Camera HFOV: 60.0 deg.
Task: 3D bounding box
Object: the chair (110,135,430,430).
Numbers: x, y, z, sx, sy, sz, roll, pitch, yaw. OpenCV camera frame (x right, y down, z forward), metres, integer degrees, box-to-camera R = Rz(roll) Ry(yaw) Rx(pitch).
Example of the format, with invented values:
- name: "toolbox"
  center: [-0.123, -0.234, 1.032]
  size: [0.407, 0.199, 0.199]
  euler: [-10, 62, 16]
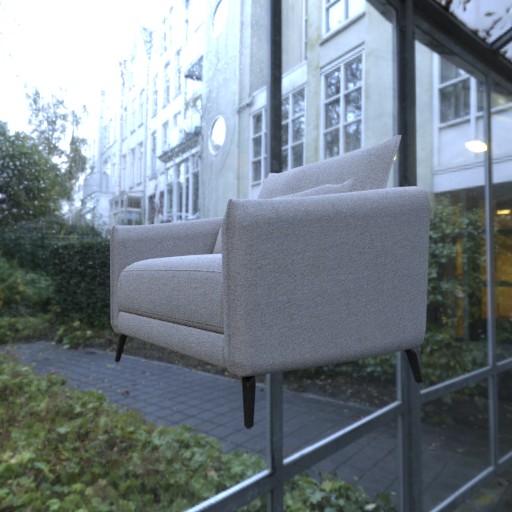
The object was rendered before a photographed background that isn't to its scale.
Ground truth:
- name: "chair"
  center: [0.000, 0.000, 1.645]
  size: [0.801, 0.856, 1.029]
  euler: [1, -2, -36]
